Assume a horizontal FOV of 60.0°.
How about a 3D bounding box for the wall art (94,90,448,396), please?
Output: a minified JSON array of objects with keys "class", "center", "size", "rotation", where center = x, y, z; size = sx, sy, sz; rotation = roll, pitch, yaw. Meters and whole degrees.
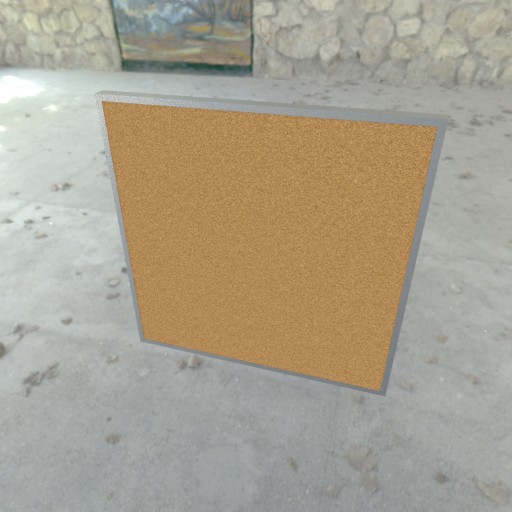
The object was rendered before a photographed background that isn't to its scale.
[{"class":"wall art","center":[0.000,0.000,1.205],"size":[0.806,0.806,0.038],"rotation":[9,33,14]}]
